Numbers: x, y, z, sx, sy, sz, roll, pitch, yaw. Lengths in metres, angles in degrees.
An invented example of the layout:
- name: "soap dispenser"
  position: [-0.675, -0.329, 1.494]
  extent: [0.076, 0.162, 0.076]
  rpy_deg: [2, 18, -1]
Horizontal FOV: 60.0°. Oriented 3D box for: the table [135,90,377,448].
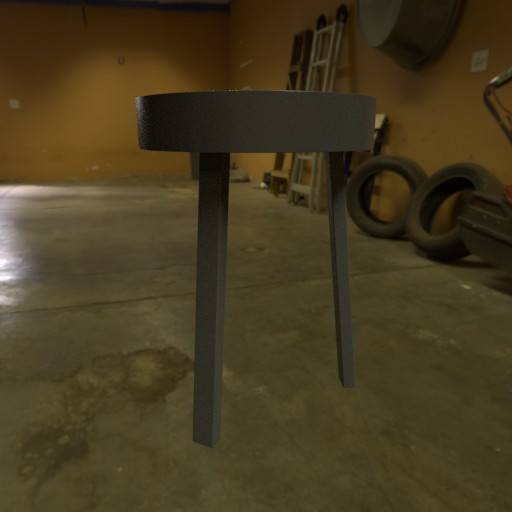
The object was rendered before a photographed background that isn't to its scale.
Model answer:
- name: "table"
  position: [0.000, 0.000, 0.845]
  extent: [0.406, 0.559, 0.406]
  rpy_deg: [0, 16, 0]
